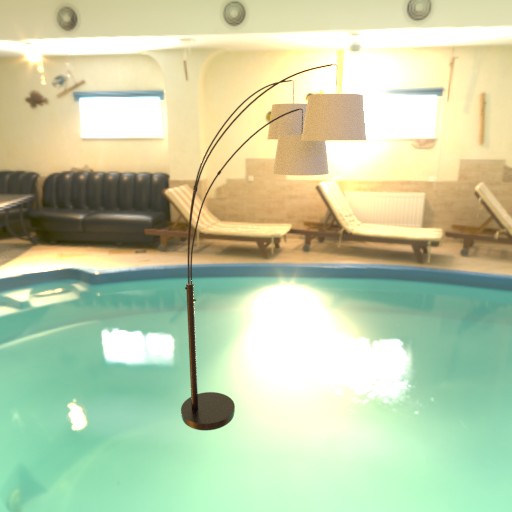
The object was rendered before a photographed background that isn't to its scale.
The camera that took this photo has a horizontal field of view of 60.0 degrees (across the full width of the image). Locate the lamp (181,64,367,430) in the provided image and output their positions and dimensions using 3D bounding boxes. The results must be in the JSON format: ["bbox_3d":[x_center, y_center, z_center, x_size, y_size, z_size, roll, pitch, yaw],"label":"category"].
[{"bbox_3d":[0.000,0.000,2.515,0.924,1.950,0.951,-3,16,-12],"label":"lamp"}]
